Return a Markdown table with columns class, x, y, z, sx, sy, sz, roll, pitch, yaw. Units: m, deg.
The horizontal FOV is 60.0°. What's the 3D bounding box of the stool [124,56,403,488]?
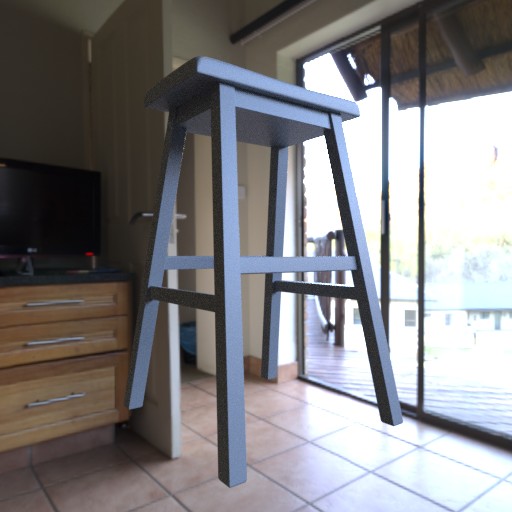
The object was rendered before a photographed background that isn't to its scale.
| class | x | y | z | sx | sy | sz | roll | pitch | yaw |
| --- | --- | --- | --- | --- | --- | --- | --- | --- | --- |
| stool | 0.000 | 0.000 | 1.031 | 0.457 | 0.737 | 0.476 | 0 | 0 | -37 |
